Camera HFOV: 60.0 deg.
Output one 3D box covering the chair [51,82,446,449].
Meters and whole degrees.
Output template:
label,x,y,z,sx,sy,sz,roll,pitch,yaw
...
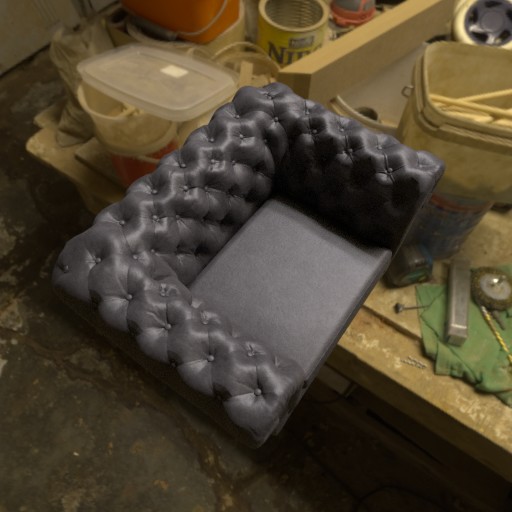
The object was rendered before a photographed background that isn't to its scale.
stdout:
label,x,y,z,sx,sy,sz,roll,pitch,yaw
chair,0.000,0.000,1.864,0.943,0.780,1.298,32,64,18
